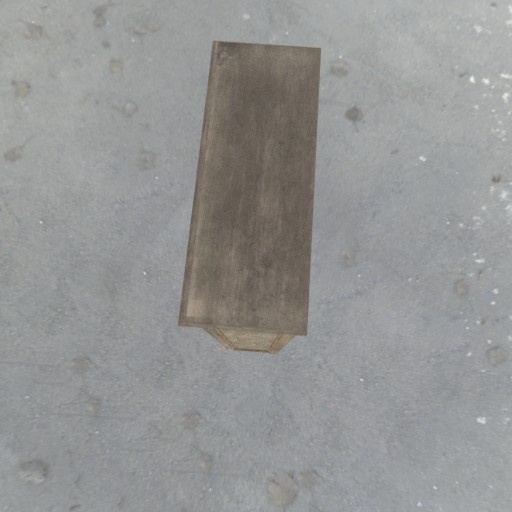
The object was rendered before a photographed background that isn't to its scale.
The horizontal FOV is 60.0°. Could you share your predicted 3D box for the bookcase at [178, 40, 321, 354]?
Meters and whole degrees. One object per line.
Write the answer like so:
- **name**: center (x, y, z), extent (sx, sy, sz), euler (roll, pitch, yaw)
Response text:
- **bookcase**: center (0.000, 0.000, 2.193), extent (0.348, 1.880, 0.906), euler (4, 75, 1)
